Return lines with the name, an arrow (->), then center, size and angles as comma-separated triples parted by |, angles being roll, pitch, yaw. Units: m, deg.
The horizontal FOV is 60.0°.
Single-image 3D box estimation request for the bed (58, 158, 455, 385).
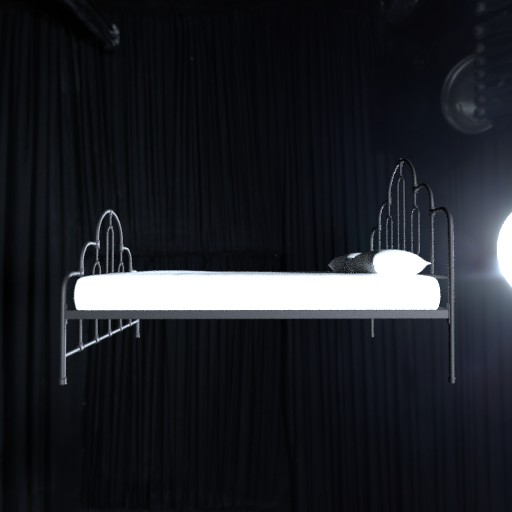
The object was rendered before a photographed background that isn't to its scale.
bed -> 0.000, 0.000, 3.233 | 2.163, 1.429, 1.640 | 0, -1, -1
